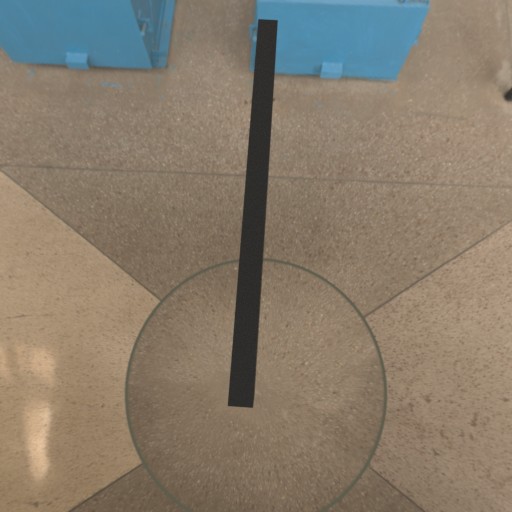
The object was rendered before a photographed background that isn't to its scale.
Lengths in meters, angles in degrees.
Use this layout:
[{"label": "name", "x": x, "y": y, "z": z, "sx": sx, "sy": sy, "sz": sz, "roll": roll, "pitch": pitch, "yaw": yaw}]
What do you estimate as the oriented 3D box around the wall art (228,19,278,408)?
[{"label": "wall art", "x": 0.000, "y": 0.000, "z": 0.699, "sx": 0.023, "sy": 0.505, "sz": 0.428, "roll": 4, "pitch": 74, "yaw": 1}]
